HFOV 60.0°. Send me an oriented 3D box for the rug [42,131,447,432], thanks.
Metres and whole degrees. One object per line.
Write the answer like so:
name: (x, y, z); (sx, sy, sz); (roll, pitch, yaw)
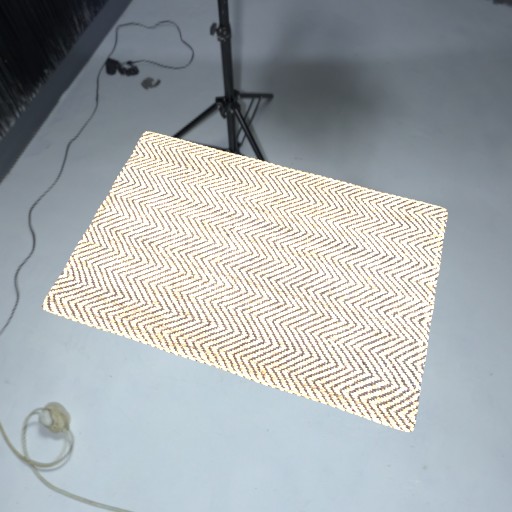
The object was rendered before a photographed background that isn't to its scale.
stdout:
rug: (0.000, 0.000, 2.304); (1.828, 0.008, 1.219); (16, 64, 8)
